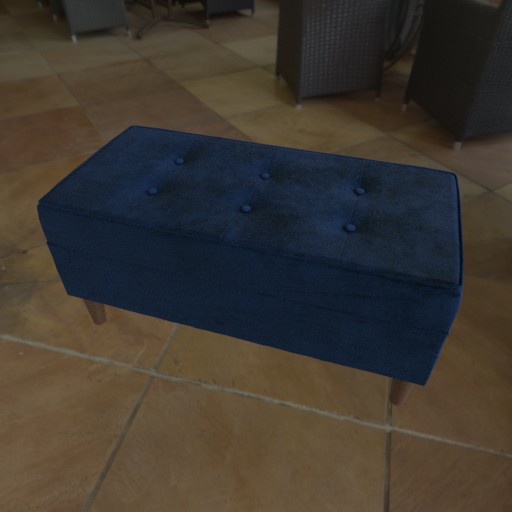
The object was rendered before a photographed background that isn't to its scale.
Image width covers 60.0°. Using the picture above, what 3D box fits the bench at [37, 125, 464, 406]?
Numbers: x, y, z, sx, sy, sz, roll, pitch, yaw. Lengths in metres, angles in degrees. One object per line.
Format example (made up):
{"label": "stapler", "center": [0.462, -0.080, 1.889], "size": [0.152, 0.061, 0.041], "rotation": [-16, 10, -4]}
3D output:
{"label": "bench", "center": [0.000, 0.000, 1.278], "size": [1.010, 0.467, 0.489], "rotation": [12, 42, 13]}
